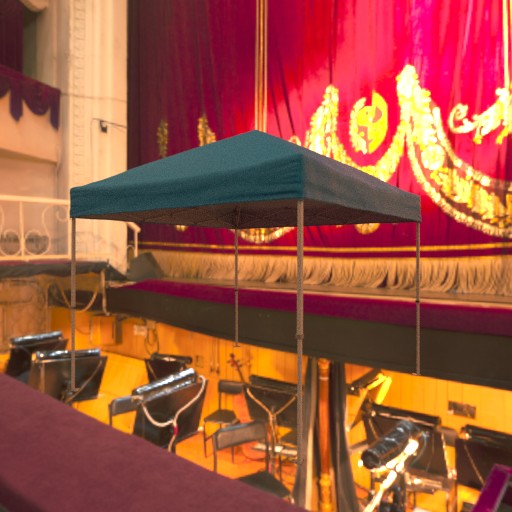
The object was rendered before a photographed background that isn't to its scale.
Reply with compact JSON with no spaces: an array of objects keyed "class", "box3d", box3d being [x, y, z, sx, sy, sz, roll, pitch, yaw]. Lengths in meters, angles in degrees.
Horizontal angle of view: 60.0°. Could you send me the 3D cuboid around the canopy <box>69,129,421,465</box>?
[{"class":"canopy","box3d":[0.000,0.000,5.258,2.998,2.997,2.996,0,0,36]}]
